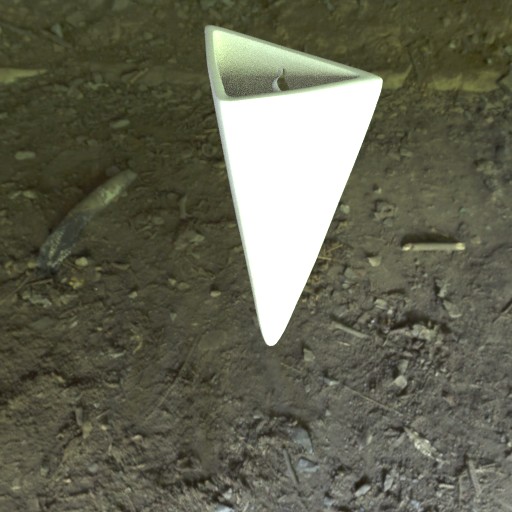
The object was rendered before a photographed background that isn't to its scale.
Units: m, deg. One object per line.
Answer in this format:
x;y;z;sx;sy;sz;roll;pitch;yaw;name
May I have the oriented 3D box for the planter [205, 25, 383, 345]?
0.000;0.000;0.391;0.143;0.338;0.065;31;53;27;planter
